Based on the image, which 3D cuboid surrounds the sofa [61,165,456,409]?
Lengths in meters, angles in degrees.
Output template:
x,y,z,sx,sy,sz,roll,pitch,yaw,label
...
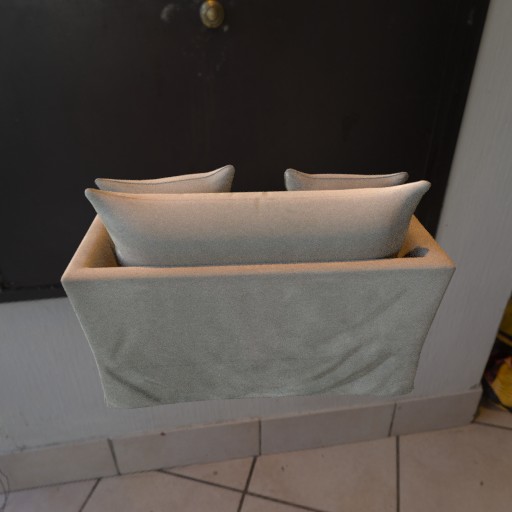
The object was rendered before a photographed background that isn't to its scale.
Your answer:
x,y,z,sx,sy,sz,roll,pitch,yaw,label
0.000,0.000,2.301,1.608,1.040,1.035,-2,31,-3,sofa
